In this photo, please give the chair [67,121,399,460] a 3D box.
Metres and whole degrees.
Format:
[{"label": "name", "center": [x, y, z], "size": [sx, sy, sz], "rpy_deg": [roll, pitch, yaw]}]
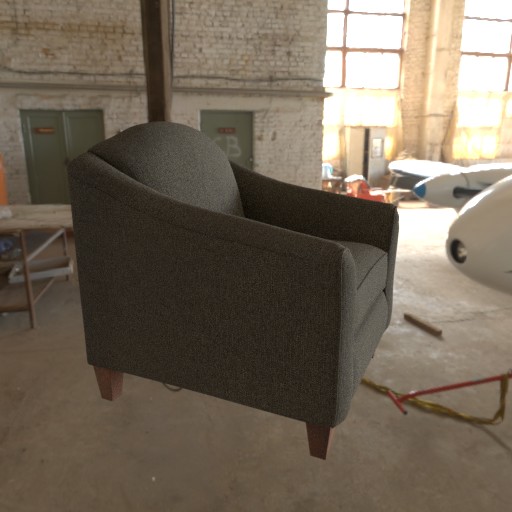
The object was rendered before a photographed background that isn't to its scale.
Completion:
[{"label": "chair", "center": [0.000, 0.000, 1.422], "size": [0.787, 0.839, 0.763], "rpy_deg": [7, 16, 25]}]
